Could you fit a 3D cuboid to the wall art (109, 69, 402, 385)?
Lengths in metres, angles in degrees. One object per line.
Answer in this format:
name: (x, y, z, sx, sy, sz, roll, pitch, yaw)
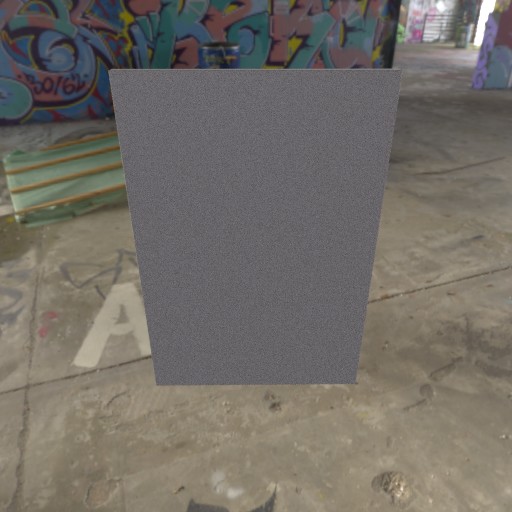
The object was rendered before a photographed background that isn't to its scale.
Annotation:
wall art: (0.000, 0.000, 0.617, 0.329, 0.482, 0.011, 0, 29, -1)
